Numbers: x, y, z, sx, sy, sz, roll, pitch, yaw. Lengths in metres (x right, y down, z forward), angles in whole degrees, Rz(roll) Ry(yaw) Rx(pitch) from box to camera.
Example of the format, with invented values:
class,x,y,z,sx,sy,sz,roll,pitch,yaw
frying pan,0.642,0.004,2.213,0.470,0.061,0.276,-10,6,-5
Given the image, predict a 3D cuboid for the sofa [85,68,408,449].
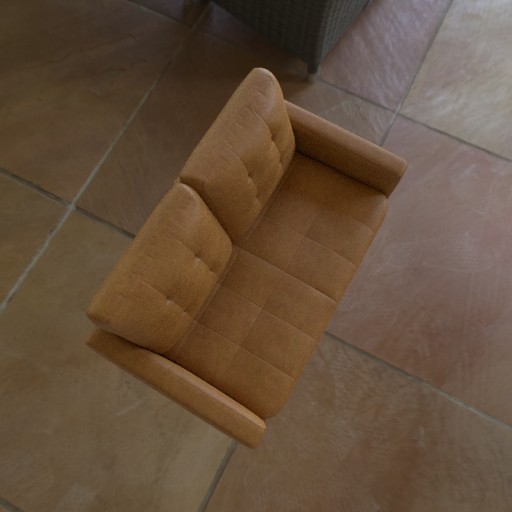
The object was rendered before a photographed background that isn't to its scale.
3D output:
class,x,y,z,sx,sy,sz,roll,pitch,yaw
sofa,0.000,0.000,2.023,0.868,0.898,1.430,29,76,8
